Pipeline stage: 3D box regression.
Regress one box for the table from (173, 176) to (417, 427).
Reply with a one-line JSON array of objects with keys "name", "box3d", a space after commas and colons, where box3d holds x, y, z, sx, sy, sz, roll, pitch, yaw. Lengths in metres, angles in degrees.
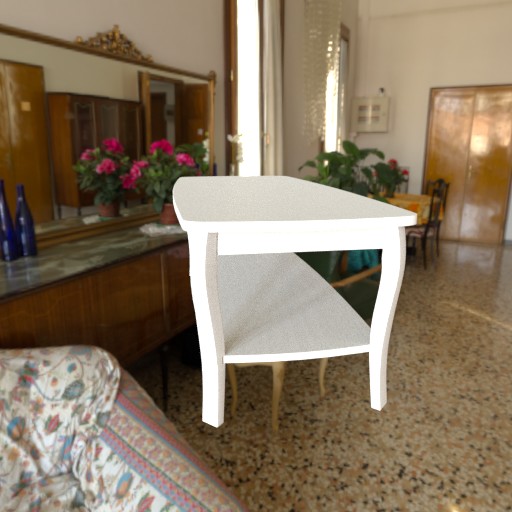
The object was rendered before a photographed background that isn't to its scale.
[{"name": "table", "box3d": [0.000, 0.000, 1.578, 0.561, 0.474, 1.334, -2, 14, -9]}]
